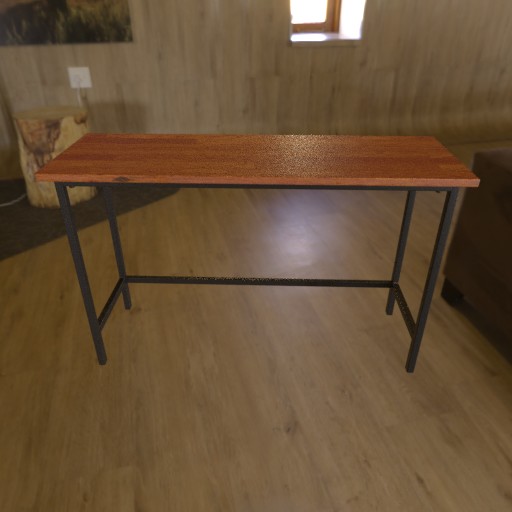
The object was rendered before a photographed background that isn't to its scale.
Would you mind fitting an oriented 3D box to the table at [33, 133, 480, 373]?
[{"bbox_3d":[0.000,0.000,1.556,1.204,0.740,0.408,1,31,2],"label":"table"}]
